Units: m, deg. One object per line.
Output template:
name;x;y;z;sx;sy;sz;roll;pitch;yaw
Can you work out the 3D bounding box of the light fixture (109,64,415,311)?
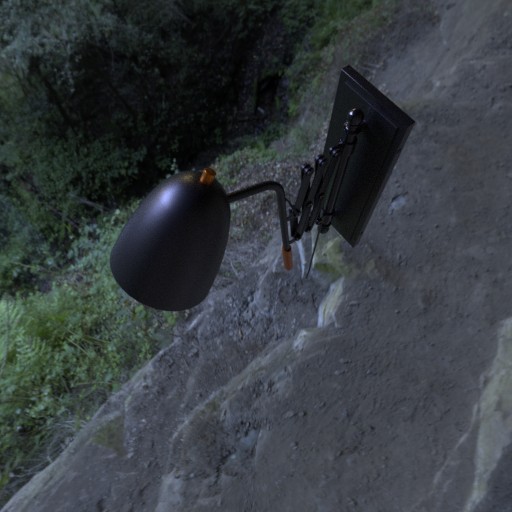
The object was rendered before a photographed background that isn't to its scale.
light fixture;0.000;0.000;0.910;0.499;0.715;0.162;-34;70;-15
